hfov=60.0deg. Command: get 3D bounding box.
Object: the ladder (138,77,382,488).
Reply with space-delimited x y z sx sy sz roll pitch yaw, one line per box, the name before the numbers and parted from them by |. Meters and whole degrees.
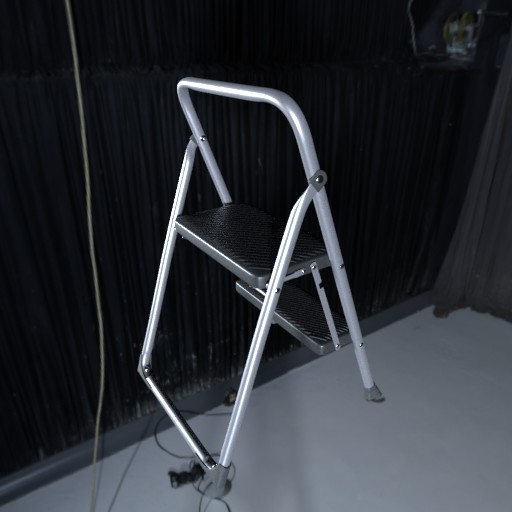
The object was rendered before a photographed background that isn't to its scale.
ladder | 0.000 0.000 0.973 0.472 0.720 0.430 -17 31 -31
